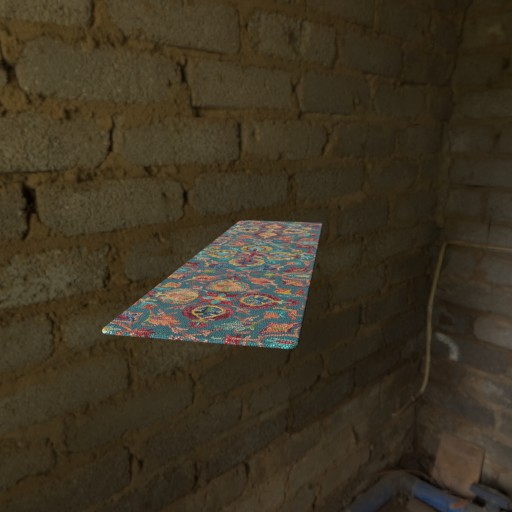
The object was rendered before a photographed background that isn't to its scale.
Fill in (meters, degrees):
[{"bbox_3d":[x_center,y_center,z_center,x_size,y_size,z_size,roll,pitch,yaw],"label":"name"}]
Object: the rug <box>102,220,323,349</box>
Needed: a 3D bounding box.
[{"bbox_3d":[0.000,0.000,2.556,0.686,0.013,2.286,3,15,10],"label":"rug"}]
